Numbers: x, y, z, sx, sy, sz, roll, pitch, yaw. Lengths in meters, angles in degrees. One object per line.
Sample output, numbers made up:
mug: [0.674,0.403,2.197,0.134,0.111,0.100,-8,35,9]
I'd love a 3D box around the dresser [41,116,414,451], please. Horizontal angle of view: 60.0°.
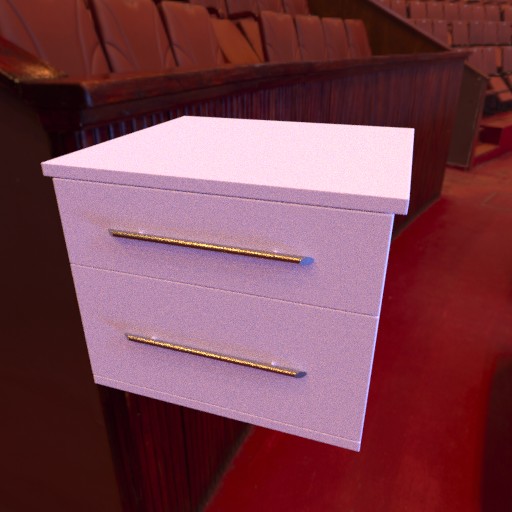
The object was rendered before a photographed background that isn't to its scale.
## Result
dresser: [0.000,0.000,0.718,0.430,0.360,0.400,8,27,17]
